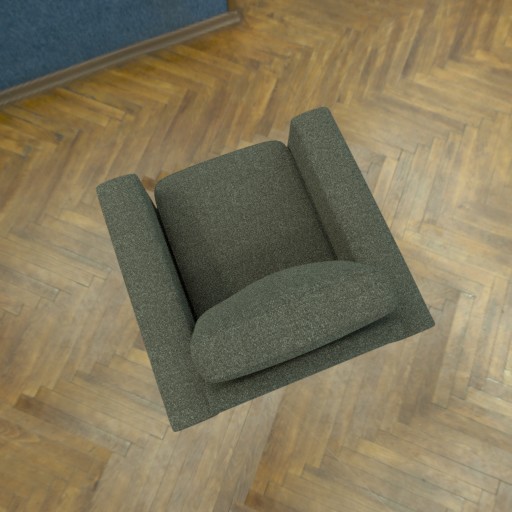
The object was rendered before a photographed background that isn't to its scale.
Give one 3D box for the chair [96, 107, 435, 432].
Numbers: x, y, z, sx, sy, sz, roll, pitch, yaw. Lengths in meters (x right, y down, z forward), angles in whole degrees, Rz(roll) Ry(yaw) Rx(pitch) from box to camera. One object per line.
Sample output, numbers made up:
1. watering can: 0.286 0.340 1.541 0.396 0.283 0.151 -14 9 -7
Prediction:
1. chair: 0.000 0.000 1.782 1.005 0.873 1.016 -21 76 -6
